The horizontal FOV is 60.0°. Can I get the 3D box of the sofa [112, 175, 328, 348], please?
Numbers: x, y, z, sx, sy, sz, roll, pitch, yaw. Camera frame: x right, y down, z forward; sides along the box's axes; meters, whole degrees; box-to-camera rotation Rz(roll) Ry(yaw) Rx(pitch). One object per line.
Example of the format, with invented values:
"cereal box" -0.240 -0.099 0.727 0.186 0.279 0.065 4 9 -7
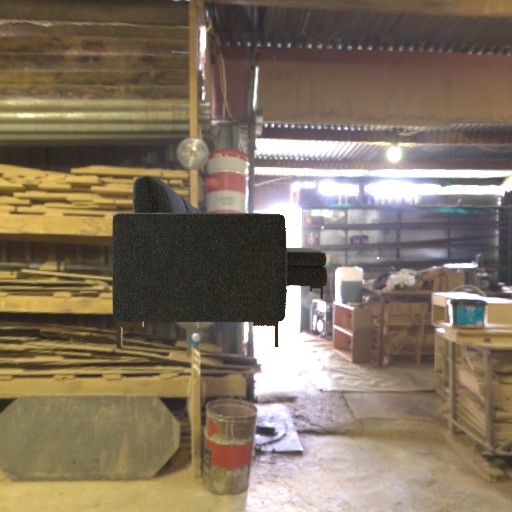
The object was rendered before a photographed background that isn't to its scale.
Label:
"sofa" 0.000 0.000 3.444 1.350 0.810 2.932 0 1 -1
